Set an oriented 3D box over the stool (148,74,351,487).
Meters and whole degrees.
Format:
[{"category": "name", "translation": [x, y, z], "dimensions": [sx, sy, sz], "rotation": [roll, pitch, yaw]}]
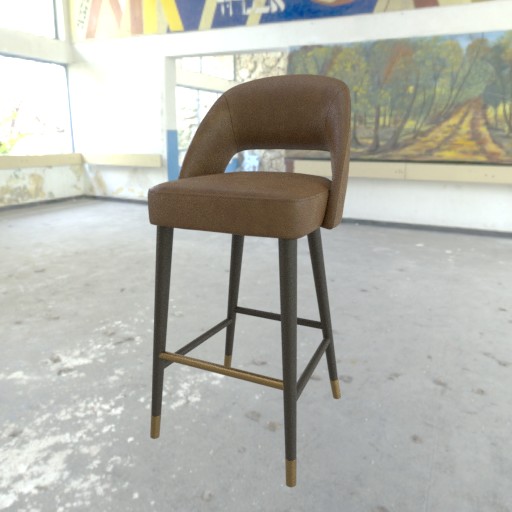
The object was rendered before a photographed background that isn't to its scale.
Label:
[{"category": "stool", "translation": [0.000, 0.000, 1.289], "dimensions": [0.494, 1.037, 0.509], "rotation": [7, 17, 25]}]
